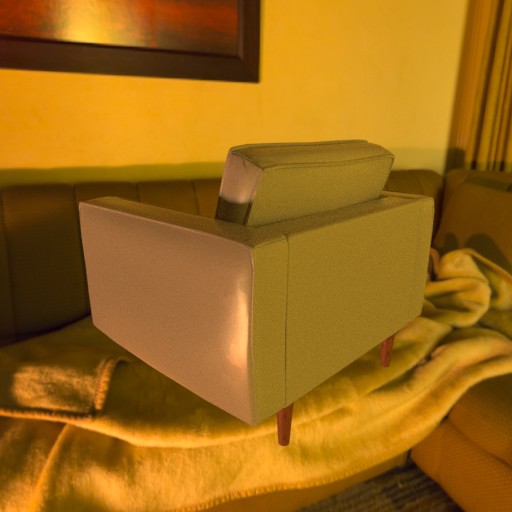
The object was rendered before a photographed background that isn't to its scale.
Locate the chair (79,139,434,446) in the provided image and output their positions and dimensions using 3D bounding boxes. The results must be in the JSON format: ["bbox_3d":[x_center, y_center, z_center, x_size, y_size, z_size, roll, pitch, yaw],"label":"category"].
[{"bbox_3d":[0.000,0.000,1.518,0.843,0.773,0.928,15,23,42],"label":"chair"}]
